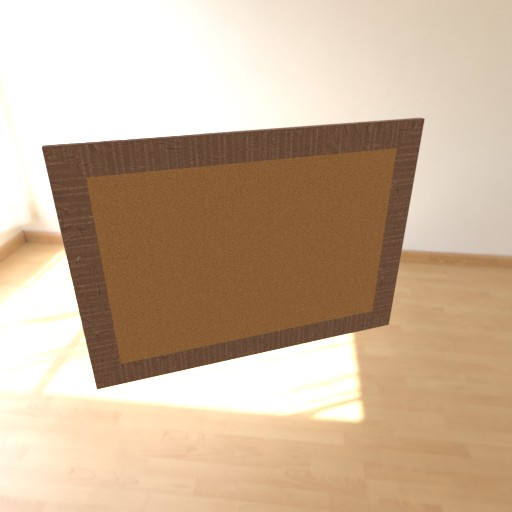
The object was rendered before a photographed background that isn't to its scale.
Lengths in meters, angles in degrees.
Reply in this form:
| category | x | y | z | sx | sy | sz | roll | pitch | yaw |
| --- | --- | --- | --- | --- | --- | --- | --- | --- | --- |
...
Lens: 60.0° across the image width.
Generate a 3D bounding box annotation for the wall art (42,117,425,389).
| category | x | y | z | sx | sy | sz | roll | pitch | yaw |
| --- | --- | --- | --- | --- | --- | --- | --- | --- | --- |
| wall art | 0.000 | 0.000 | 1.362 | 1.056 | 0.761 | 0.020 | -9 | 29 | -16 |
